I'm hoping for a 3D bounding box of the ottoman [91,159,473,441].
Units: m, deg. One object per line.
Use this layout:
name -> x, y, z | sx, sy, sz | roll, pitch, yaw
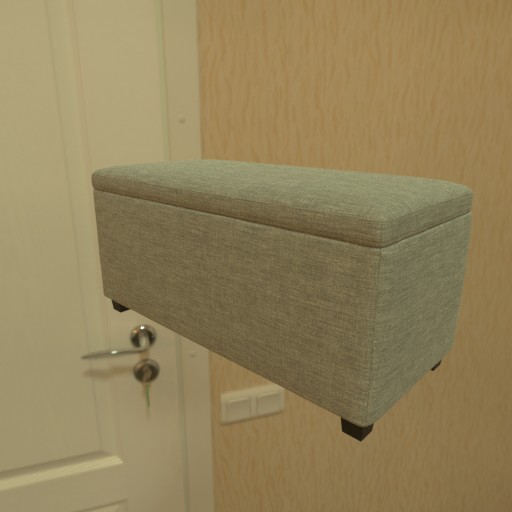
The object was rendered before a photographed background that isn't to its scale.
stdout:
ottoman -> 0.000, 0.000, 1.119 | 0.902, 0.432, 0.419 | 15, 23, 41
